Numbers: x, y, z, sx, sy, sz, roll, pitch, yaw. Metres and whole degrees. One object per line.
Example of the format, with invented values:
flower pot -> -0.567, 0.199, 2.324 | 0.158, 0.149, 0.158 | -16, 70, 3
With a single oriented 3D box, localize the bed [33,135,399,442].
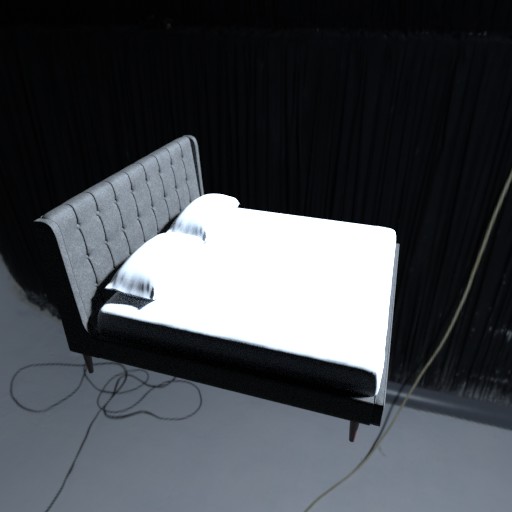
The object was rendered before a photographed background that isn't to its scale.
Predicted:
bed -> 0.000, 0.000, 2.629 | 1.638, 0.933, 1.531 | 9, 31, 15
